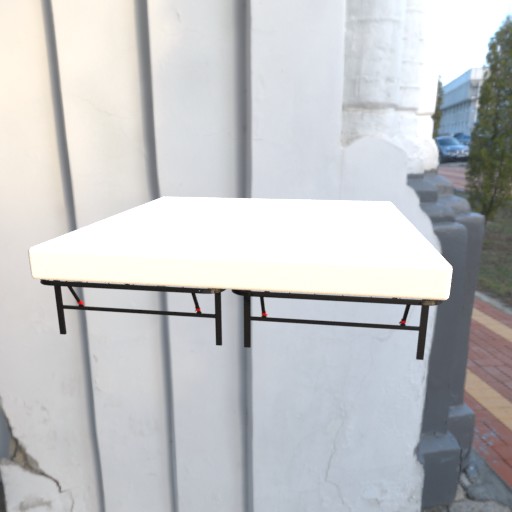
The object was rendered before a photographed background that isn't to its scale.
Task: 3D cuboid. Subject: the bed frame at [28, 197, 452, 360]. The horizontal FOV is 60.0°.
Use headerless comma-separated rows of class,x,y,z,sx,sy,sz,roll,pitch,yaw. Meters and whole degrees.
bed frame,0.000,0.000,3.054,2.033,0.525,1.935,2,16,8
